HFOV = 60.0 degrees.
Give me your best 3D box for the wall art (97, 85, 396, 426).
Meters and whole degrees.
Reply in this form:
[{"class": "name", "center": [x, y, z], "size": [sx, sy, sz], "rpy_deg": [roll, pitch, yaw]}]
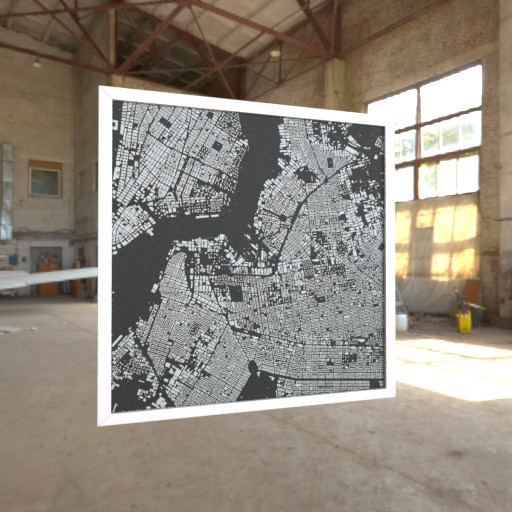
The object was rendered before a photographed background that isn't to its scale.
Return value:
[{"class": "wall art", "center": [0.000, 0.000, 0.456], "size": [0.305, 0.305, 0.037], "rpy_deg": [0, -1, -16]}]
